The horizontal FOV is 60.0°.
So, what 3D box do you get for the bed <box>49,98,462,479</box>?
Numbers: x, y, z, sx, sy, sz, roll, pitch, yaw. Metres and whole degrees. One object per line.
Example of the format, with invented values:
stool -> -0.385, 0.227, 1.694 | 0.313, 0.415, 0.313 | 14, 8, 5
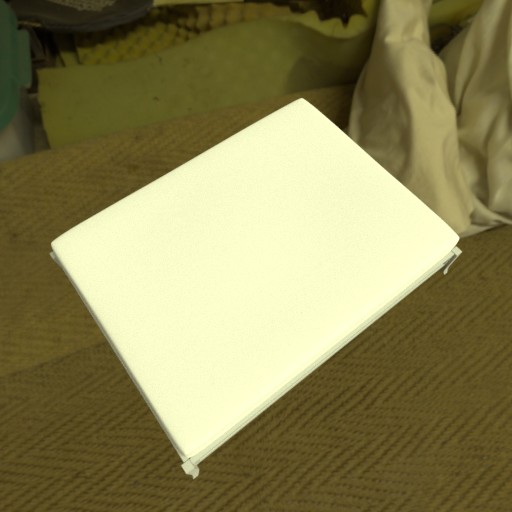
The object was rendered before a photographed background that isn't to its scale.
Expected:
bed -> 0.000, 0.000, 2.839 | 2.108, 0.510, 1.604 | -34, 68, -16
